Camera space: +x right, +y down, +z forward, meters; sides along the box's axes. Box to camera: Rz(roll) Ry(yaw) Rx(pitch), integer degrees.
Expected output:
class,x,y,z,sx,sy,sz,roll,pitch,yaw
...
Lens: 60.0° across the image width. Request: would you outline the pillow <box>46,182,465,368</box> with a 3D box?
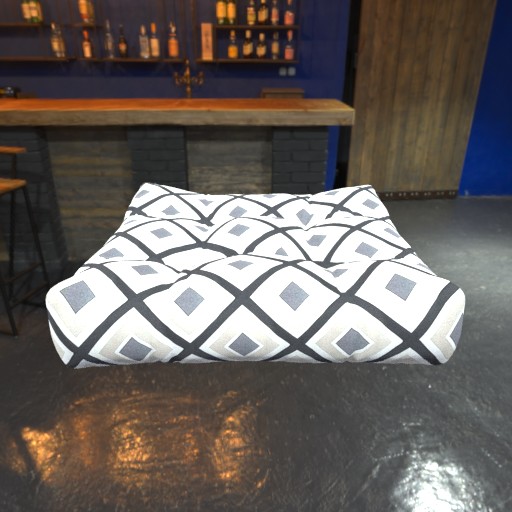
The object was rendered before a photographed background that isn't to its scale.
class,x,y,z,sx,sy,sz,roll,pitch,yaw
pillow,0.000,0.000,0.717,0.490,0.128,0.468,0,25,0
